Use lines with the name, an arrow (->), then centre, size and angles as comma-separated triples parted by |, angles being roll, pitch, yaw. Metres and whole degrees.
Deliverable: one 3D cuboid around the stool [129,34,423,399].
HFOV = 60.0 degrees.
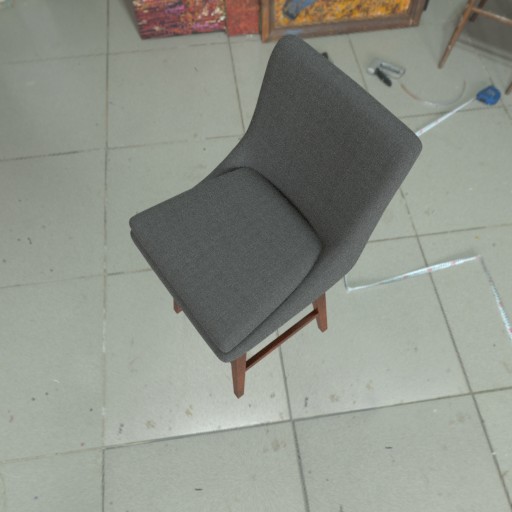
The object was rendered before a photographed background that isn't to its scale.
stool -> 0.000, 0.000, 1.257 | 0.524, 0.977, 0.447 | -34, 68, -16
